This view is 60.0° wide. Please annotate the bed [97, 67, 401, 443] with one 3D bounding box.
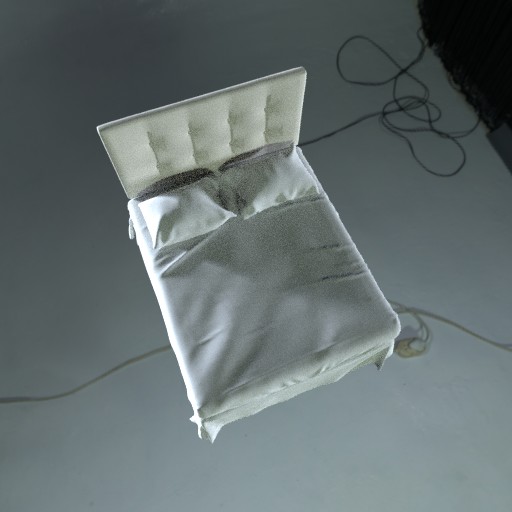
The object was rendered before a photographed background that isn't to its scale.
[{"bbox_3d":[0.000,0.000,3.563,1.936,1.577,2.222,-20,65,-10],"label":"bed"}]
